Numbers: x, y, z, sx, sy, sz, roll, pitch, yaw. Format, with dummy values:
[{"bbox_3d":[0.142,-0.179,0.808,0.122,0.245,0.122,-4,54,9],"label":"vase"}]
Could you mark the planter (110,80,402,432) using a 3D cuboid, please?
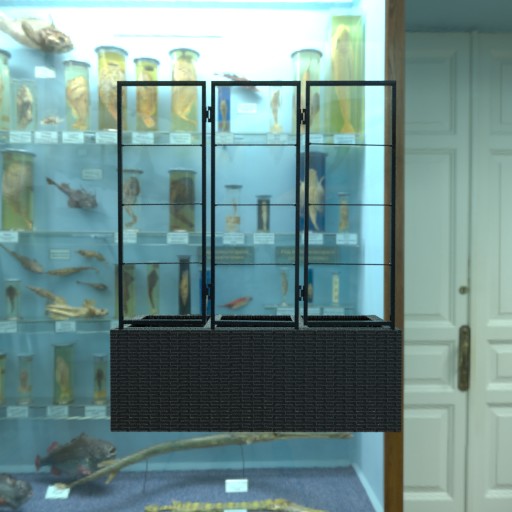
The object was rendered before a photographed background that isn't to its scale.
[{"bbox_3d":[0.000,0.000,1.173,0.699,0.841,0.244,0,1,0],"label":"planter"}]
